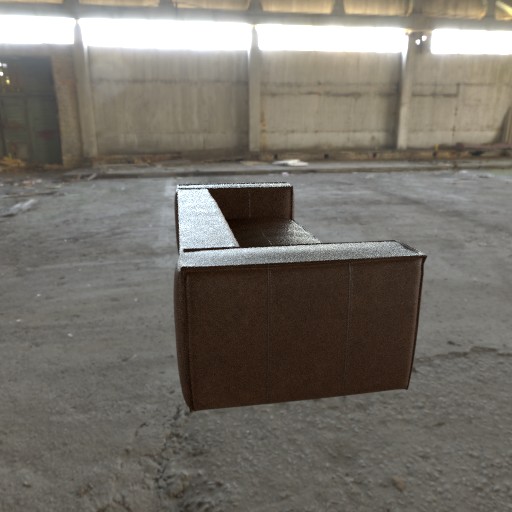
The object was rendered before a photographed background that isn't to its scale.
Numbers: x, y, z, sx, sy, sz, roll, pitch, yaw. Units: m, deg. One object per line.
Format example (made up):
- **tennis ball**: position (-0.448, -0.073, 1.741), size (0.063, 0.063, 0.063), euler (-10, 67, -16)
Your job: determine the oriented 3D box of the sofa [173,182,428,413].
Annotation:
- **sofa**: position (0.000, 0.000, 3.070), size (1.102, 0.701, 2.581), euler (-3, 17, -10)
